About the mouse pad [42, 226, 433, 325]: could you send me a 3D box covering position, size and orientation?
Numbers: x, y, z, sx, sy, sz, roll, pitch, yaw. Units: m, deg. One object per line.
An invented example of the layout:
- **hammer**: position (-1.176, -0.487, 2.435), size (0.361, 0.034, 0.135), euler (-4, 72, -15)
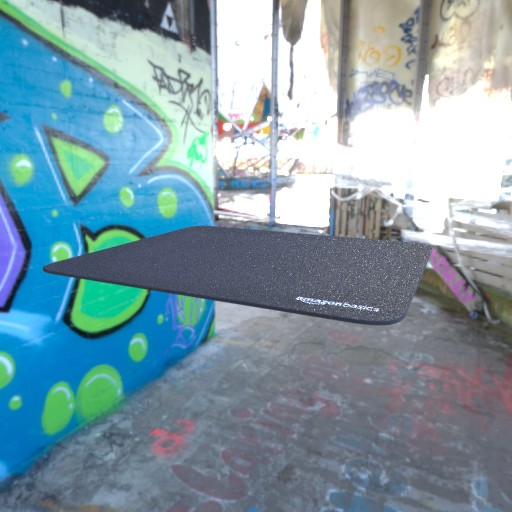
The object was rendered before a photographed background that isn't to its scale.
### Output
- **mouse pad**: position (0.000, 0.000, 0.351), size (0.249, 0.002, 0.211), euler (6, 15, 25)
